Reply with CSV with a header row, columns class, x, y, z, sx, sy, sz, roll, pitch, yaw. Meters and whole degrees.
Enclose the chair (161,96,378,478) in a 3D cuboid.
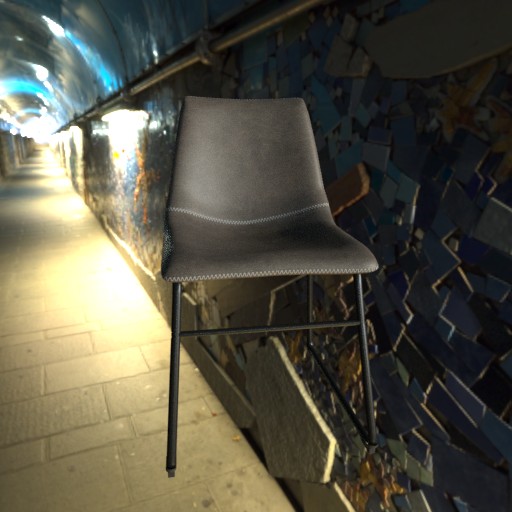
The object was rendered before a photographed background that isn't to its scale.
class,x,y,z,sx,sy,sz,roll,pitch,yaw
chair,0.000,0.000,1.091,0.460,0.780,0.550,-2,15,-9
